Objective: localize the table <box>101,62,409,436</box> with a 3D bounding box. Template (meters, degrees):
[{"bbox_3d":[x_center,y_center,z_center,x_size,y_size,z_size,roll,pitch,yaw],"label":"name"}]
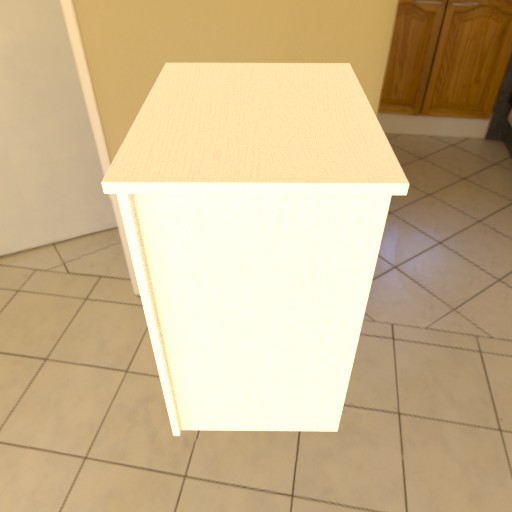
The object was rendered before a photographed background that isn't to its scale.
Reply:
[{"bbox_3d":[0.000,0.000,0.932,0.381,0.635,0.480,0,40,0],"label":"table"}]
